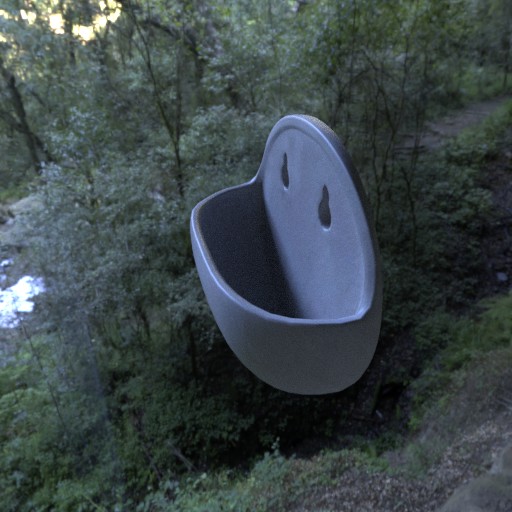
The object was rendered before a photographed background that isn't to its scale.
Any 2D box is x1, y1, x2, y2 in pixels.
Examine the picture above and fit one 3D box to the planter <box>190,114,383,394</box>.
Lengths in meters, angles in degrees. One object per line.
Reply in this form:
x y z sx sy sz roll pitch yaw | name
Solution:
0.000 0.000 0.277 0.073 0.164 0.190 -8 30 -14 | planter
